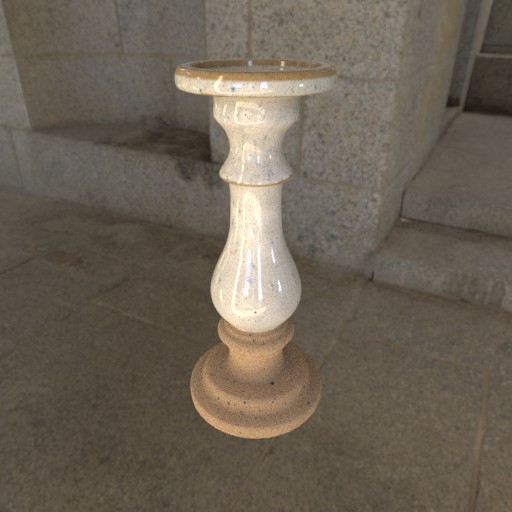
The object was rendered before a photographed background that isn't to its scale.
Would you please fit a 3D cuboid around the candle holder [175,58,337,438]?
[{"bbox_3d":[0.000,0.000,0.255,0.088,0.203,0.088,0,28,0],"label":"candle holder"}]
